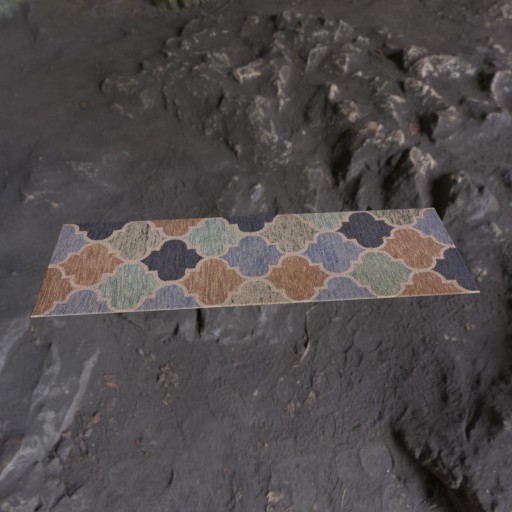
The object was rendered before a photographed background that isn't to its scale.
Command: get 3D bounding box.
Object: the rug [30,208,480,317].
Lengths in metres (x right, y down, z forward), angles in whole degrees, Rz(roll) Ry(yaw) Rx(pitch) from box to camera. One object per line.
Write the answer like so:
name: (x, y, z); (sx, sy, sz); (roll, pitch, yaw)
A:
rug: (0.000, 0.000, 2.487); (2.287, 0.011, 0.687); (-3, 46, -3)
